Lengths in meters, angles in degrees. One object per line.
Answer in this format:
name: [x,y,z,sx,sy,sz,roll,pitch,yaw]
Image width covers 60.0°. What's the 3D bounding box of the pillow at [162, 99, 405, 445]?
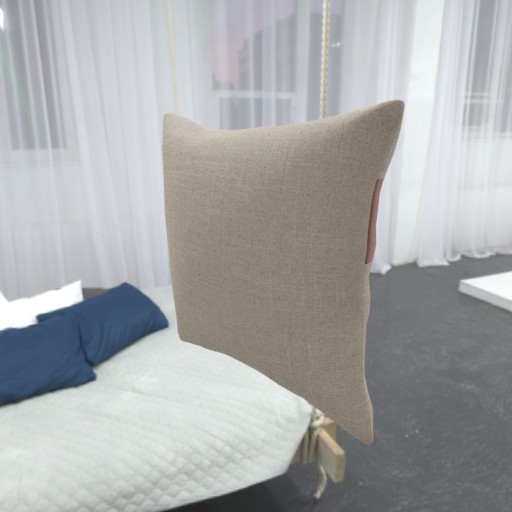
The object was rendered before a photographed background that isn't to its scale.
pillow: [0.000,0.000,0.626,0.173,0.399,0.414,-14,21,-42]
